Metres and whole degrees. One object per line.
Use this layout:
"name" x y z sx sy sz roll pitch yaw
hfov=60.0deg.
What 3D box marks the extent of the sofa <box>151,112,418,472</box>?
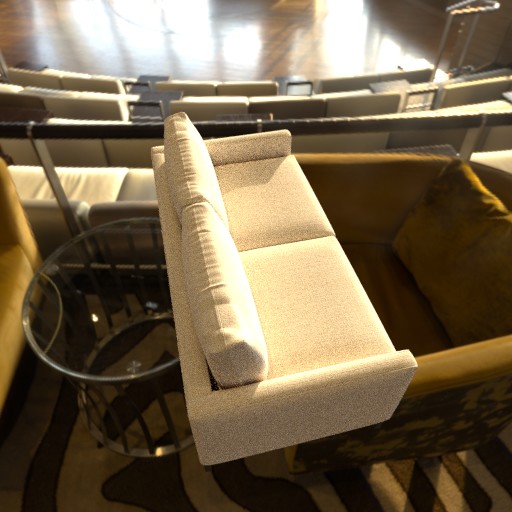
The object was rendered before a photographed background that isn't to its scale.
"sofa" 0.000 0.000 2.149 0.839 0.812 1.651 -10 47 -9
